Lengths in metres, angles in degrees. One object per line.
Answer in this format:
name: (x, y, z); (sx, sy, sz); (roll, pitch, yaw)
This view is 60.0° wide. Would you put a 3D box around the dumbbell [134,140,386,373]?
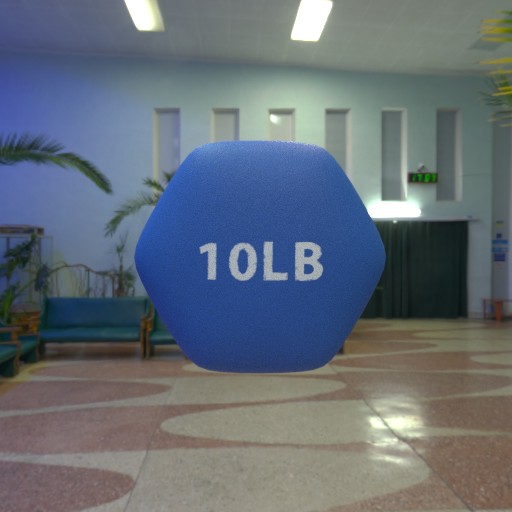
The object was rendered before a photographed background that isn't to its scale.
dumbbell: (0.000, 0.000, 0.267); (0.103, 0.093, 0.212); (0, 0, -1)
